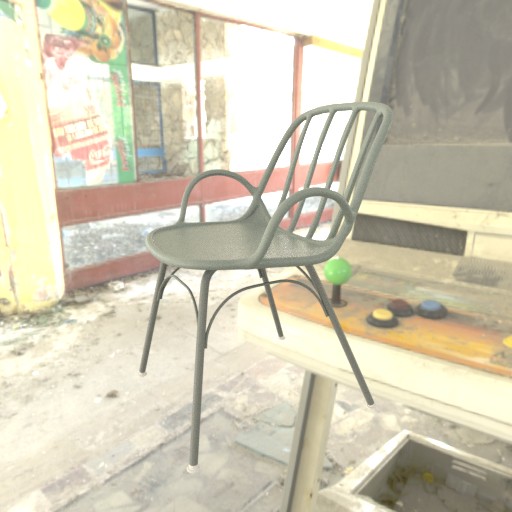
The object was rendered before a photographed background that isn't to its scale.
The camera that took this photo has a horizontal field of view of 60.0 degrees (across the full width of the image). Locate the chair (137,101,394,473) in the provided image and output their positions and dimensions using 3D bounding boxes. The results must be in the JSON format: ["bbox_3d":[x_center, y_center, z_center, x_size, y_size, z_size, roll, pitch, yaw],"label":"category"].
[{"bbox_3d":[0.000,0.000,1.220,0.597,0.816,0.549,-8,18,-27],"label":"chair"}]
